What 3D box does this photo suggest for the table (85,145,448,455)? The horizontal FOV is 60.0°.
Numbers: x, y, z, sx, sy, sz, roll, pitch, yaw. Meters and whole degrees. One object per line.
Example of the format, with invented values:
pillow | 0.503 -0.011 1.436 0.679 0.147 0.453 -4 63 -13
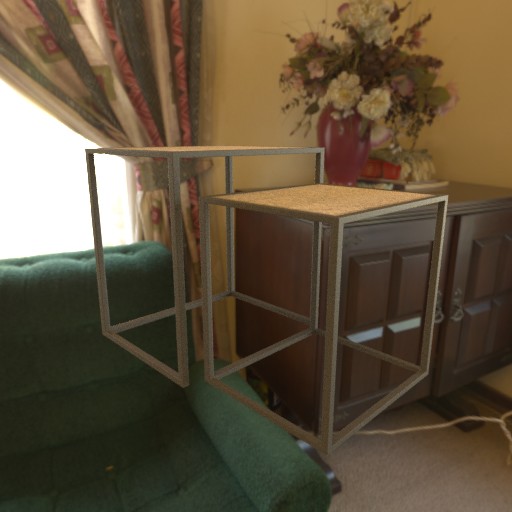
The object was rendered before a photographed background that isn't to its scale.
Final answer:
table | 0.000 0.000 1.152 0.508 0.540 0.788 -14 21 -43
